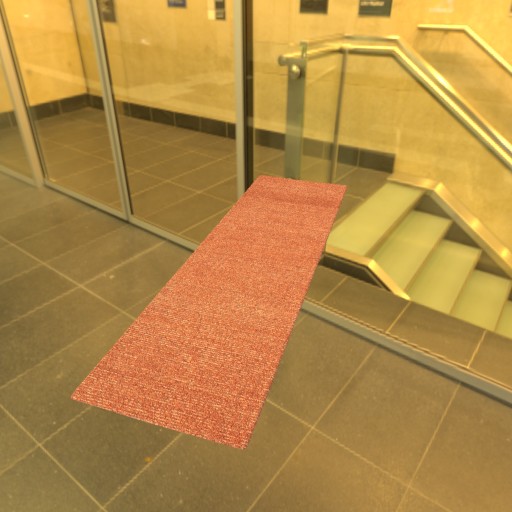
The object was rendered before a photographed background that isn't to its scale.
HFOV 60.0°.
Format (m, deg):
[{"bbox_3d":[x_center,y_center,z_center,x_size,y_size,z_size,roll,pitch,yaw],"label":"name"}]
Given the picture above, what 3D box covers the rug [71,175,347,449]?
[{"bbox_3d":[0.000,0.000,2.464,0.687,0.012,2.307,10,33,15],"label":"rug"}]
